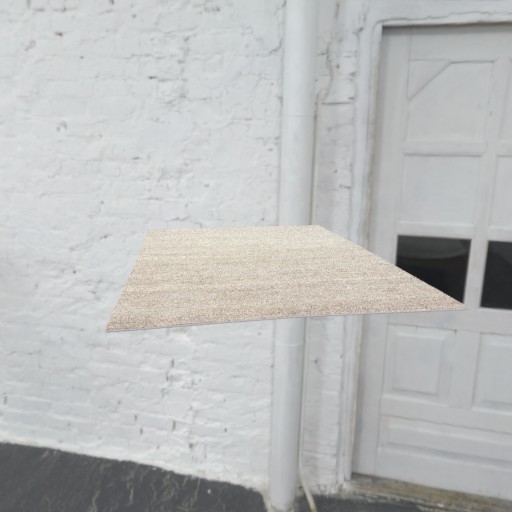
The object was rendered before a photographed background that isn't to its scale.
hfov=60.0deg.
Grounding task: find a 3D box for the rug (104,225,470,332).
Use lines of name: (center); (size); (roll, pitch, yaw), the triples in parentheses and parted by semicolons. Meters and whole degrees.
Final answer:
rug: (0.000, 0.000, 3.012); (1.609, 0.030, 2.342); (-2, 14, -9)
